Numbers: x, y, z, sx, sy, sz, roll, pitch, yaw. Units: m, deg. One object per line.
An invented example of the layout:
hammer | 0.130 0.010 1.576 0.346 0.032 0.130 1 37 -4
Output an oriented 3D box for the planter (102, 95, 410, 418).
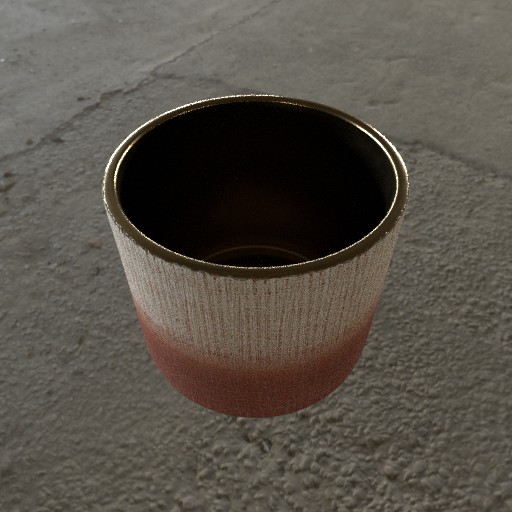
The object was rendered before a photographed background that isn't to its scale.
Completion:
planter | 0.000 0.000 0.446 0.254 0.221 0.254 0 46 0
